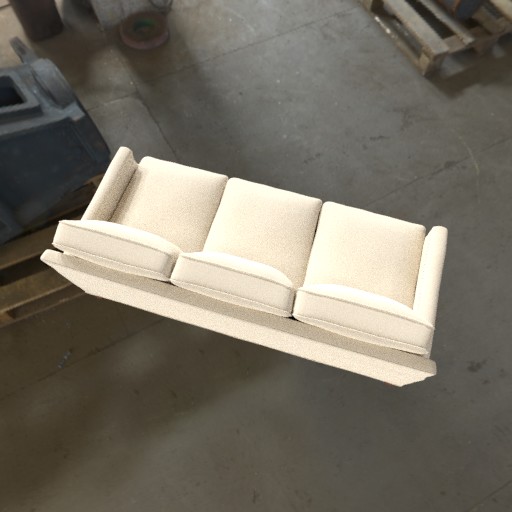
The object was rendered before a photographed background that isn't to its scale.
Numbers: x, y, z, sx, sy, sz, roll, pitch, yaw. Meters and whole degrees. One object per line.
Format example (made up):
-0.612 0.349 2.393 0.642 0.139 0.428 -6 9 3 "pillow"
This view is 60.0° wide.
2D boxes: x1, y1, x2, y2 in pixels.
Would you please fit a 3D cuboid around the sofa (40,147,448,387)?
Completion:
0.000 0.000 2.827 2.246 1.003 1.084 15 65 7 "sofa"
